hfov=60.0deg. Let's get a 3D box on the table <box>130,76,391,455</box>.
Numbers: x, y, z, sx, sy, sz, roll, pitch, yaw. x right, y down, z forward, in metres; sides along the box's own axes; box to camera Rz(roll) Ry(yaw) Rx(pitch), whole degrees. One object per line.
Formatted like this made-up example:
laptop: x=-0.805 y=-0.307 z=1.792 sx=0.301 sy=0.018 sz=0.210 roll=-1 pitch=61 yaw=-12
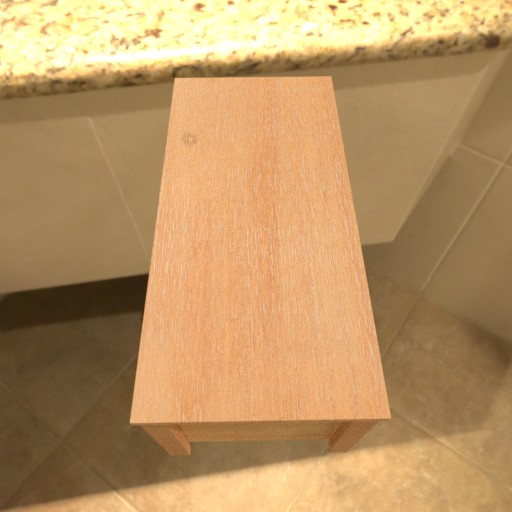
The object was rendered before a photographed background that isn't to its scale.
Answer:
table: x=0.000 y=0.000 z=1.283 sx=0.483 sy=0.457 sz=1.016 roll=-1 pitch=57 yaw=-1
